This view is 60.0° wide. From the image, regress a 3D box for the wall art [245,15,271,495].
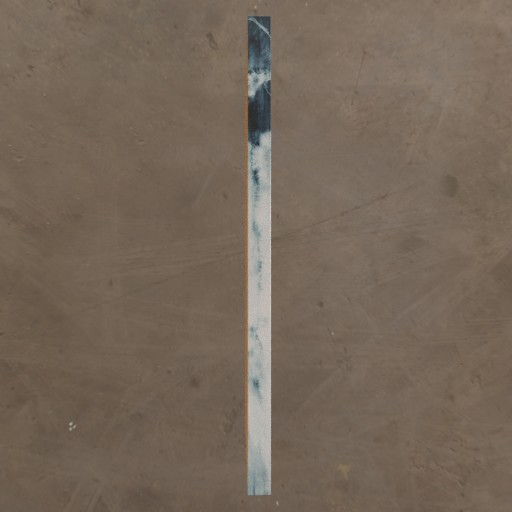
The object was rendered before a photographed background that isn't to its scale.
[{"bbox_3d":[0.000,0.000,0.827,0.037,0.251,0.759,0,90,-2],"label":"wall art"}]
